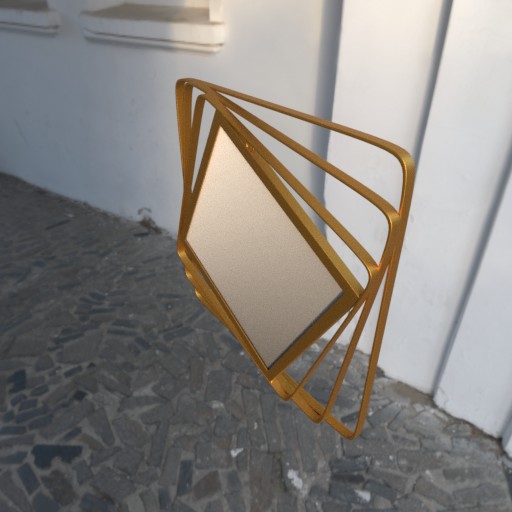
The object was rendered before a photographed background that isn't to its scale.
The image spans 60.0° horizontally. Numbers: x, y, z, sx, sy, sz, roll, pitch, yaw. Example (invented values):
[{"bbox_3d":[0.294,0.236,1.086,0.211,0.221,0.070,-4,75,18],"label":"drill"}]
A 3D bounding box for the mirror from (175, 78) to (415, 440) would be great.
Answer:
[{"bbox_3d":[0.000,0.000,0.695,0.045,0.468,0.470,-23,40,-31],"label":"mirror"}]
